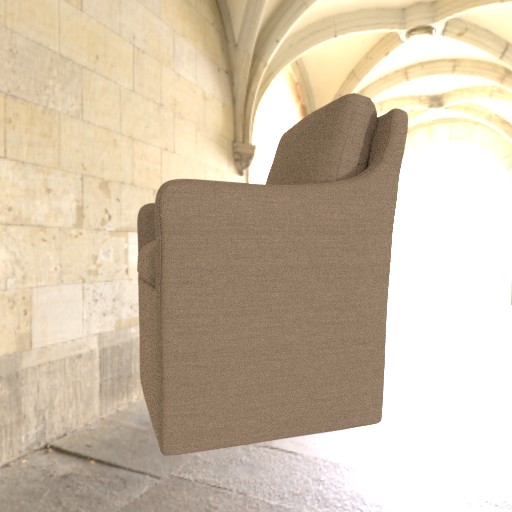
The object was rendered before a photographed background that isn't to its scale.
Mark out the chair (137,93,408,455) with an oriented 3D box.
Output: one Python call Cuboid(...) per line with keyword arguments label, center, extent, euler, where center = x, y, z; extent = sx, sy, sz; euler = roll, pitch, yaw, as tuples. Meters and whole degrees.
Cuboid(label="chair", center=(0.000, 0.000, 1.376), extent=(0.694, 0.914, 0.626), euler=(0, 1, -19))
